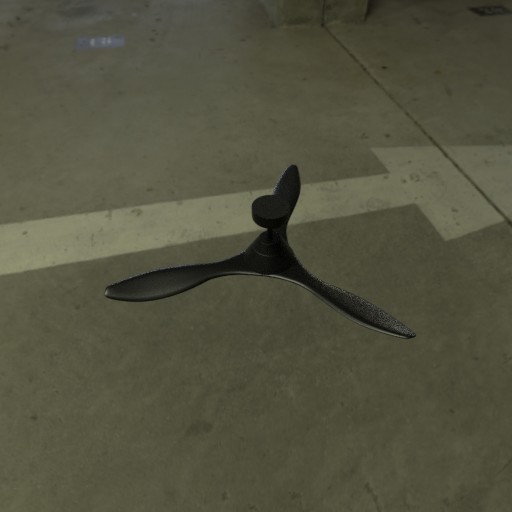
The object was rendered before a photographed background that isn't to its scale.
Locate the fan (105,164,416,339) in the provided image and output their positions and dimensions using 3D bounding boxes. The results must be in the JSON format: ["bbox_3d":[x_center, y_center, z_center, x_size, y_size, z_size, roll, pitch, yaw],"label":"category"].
[{"bbox_3d":[0.000,0.000,1.638,1.067,0.305,1.067,-23,49,-21],"label":"fan"}]
